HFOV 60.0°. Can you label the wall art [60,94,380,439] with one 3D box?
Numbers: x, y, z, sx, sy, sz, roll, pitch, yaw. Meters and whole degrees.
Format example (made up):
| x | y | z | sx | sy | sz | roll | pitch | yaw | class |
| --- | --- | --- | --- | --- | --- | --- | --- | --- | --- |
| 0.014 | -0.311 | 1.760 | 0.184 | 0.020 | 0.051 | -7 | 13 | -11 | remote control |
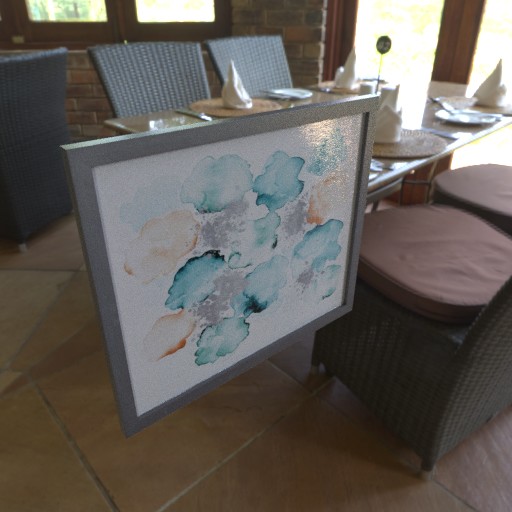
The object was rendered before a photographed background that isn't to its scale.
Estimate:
| x | y | z | sx | sy | sz | roll | pitch | yaw | class |
| --- | --- | --- | --- | --- | --- | --- | --- | --- | --- |
| 0.000 | 0.000 | 0.903 | 0.660 | 0.558 | 0.026 | -22 | 36 | -34 | wall art |
